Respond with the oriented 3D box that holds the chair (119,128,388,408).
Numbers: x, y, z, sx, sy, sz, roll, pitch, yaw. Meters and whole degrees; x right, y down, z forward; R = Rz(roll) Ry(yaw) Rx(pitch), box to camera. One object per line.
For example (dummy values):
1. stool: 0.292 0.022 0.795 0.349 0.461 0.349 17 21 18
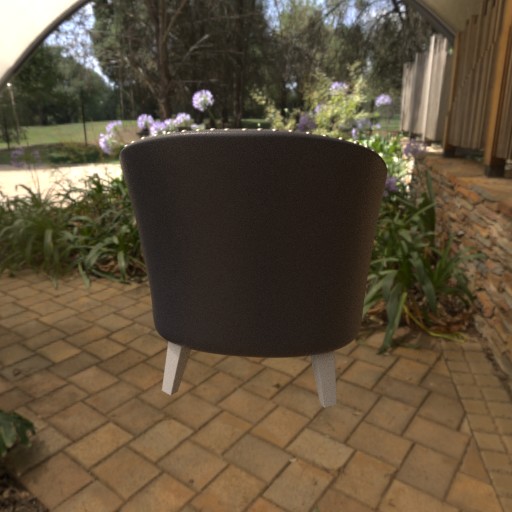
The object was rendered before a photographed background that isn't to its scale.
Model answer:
1. chair: 0.000 0.000 1.486 0.794 0.823 0.748 2 16 7
